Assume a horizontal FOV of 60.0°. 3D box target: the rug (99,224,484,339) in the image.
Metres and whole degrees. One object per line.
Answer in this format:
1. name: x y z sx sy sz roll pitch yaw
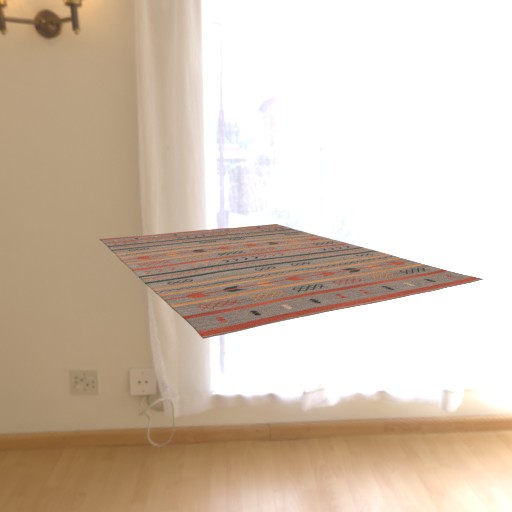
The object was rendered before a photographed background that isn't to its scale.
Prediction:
1. rug: 0.000 0.000 4.080 2.263 0.022 3.029 -7 15 -28
